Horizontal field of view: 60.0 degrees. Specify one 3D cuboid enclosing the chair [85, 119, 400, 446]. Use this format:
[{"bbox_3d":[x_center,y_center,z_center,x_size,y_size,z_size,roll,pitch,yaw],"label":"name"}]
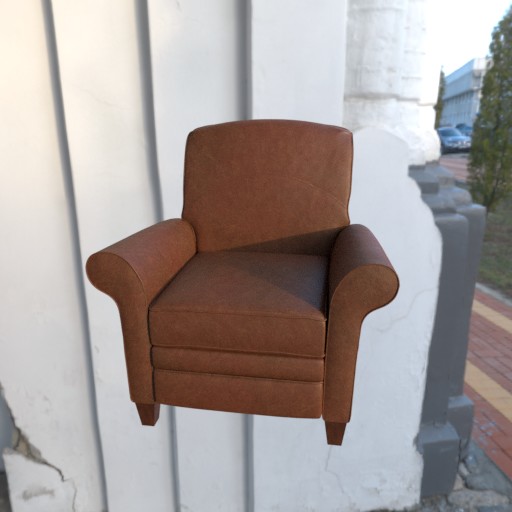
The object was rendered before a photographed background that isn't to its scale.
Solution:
[{"bbox_3d":[0.000,0.000,1.781,0.978,1.061,0.902,3,17,8],"label":"chair"}]
